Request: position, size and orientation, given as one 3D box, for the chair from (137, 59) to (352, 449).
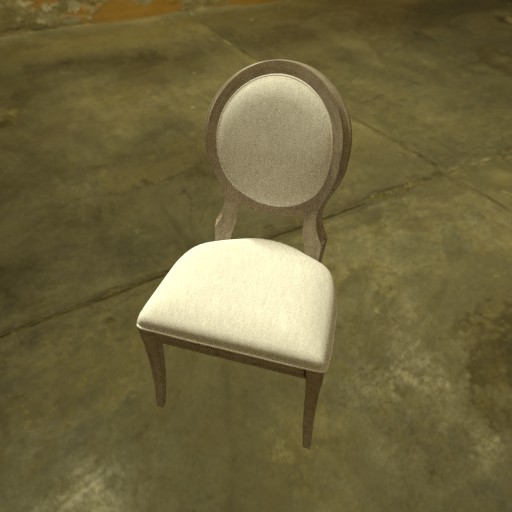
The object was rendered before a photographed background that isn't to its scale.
[{"bbox_3d":[0.000,0.000,1.354,0.558,0.990,0.602,11,42,12],"label":"chair"}]
